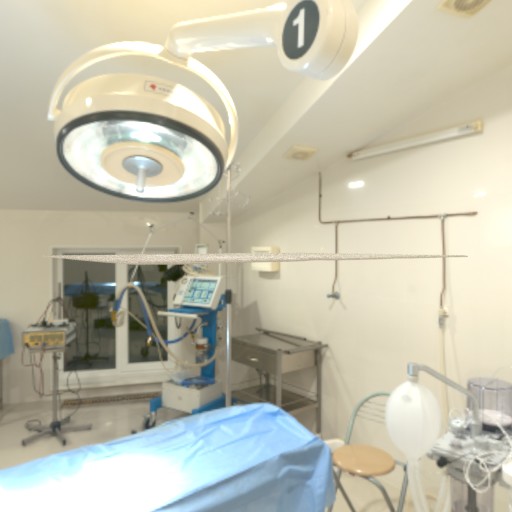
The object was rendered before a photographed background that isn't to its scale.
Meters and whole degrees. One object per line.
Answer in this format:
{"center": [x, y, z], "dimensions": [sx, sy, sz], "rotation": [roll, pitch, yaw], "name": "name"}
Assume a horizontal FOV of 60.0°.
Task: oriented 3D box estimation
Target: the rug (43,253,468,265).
{"center": [0.000, 0.000, 4.316], "dimensions": [3.359, 0.020, 2.448], "rotation": [-1, 1, -36], "name": "rug"}
